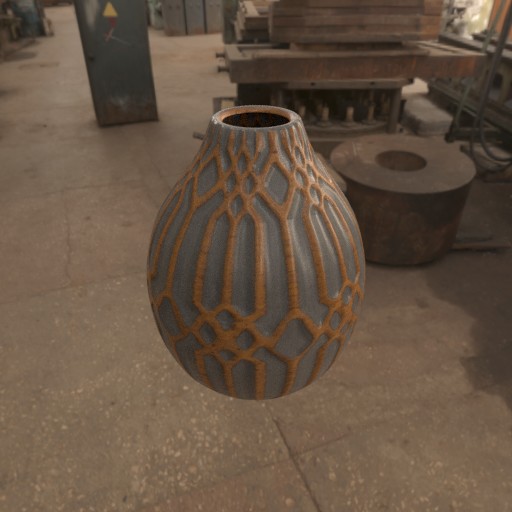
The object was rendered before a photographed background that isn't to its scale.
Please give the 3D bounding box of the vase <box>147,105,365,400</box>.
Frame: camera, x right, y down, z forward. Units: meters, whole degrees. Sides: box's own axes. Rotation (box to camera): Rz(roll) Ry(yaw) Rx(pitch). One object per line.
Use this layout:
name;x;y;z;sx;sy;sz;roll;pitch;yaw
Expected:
vase;0.000;0.000;0.140;0.069;0.088;0.069;0;33;0
